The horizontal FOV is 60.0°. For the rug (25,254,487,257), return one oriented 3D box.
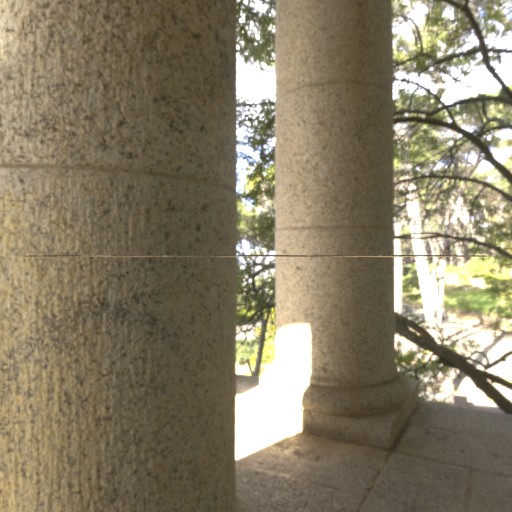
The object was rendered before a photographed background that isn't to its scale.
[{"bbox_3d":[0.000,0.000,2.223,1.748,0.010,1.142,0,0,-1],"label":"rug"}]
